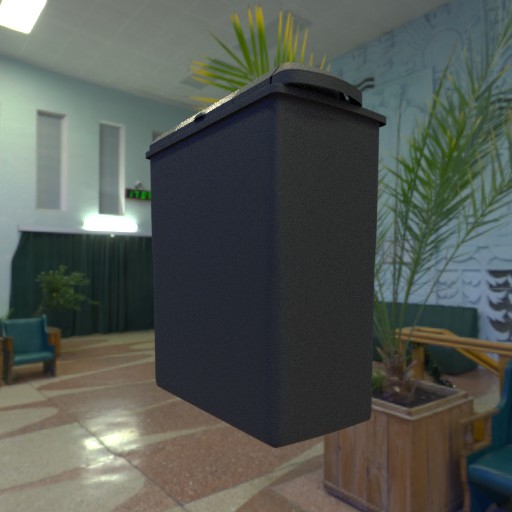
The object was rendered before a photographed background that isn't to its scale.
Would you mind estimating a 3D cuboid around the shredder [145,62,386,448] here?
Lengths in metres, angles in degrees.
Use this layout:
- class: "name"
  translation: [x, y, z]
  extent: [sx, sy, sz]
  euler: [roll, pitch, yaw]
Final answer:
- class: "shredder"
  translation: [0.000, 0.000, 0.525]
  extent: [0.170, 0.335, 0.320]
  euler: [1, -2, -36]
